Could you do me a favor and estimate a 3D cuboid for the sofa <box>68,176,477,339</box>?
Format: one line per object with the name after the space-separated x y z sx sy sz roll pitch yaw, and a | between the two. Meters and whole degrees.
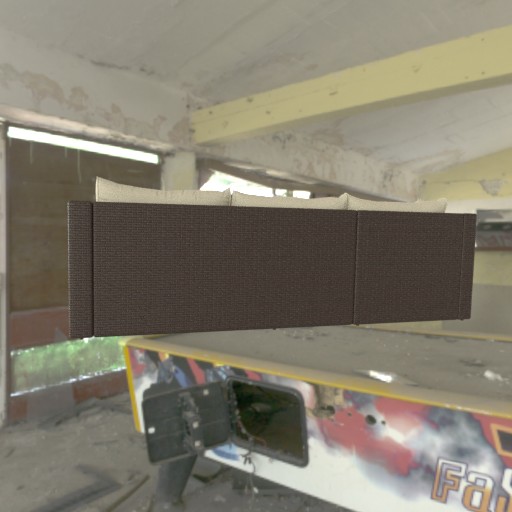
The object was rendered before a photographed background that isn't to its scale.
0.000 0.000 3.019 2.192 0.766 1.612 0 0 -16 | sofa
